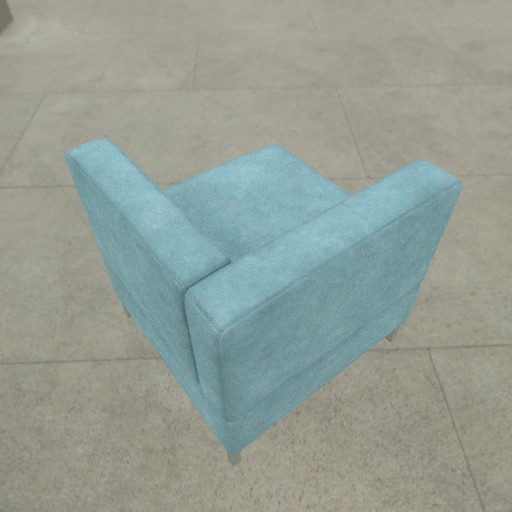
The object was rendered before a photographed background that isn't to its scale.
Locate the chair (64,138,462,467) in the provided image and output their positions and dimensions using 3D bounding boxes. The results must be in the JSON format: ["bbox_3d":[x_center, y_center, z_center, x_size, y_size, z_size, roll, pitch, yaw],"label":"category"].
[{"bbox_3d":[0.000,0.000,1.242,0.691,0.660,0.684,-30,54,-25],"label":"chair"}]
